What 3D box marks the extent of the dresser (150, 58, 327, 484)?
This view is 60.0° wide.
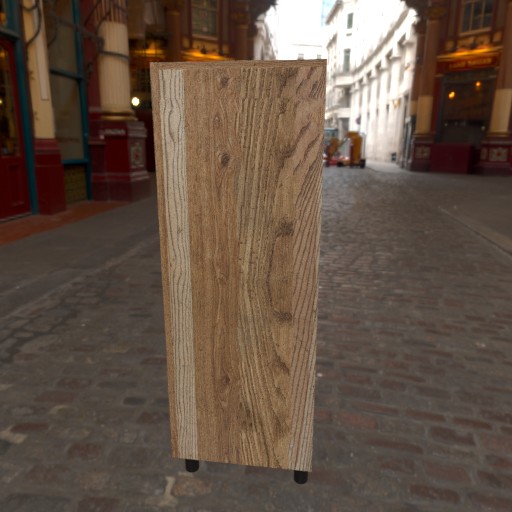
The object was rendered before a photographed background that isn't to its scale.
[{"bbox_3d":[0.000,0.000,1.707,0.480,1.243,0.966,2,15,8],"label":"dresser"}]
